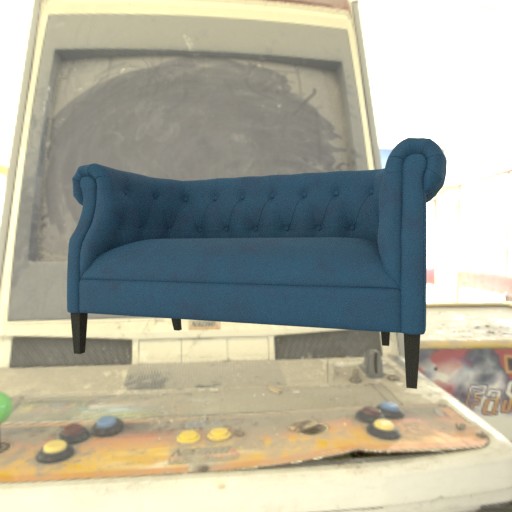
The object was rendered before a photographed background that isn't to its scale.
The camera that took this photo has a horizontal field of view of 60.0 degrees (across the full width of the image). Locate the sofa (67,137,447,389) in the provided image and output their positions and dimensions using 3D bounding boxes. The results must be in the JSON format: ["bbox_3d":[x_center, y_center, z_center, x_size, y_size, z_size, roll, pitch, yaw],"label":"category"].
[{"bbox_3d":[0.000,0.000,1.999,1.558,0.827,0.835,0,1,20],"label":"sofa"}]
